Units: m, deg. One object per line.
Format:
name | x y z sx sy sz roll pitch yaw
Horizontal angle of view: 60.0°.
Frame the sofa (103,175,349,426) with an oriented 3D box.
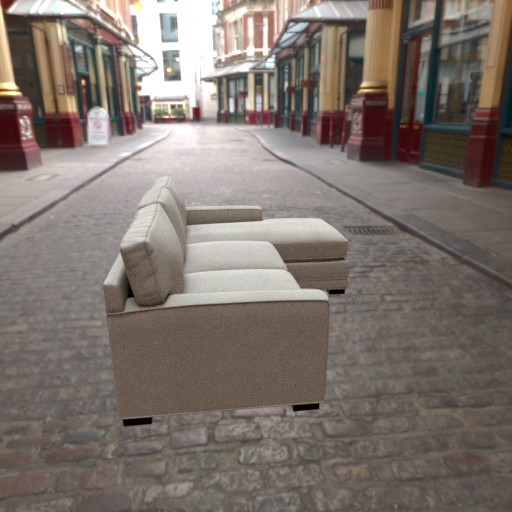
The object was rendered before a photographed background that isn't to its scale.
sofa | 0.000 0.000 2.876 1.496 0.861 2.087 -2 18 -7
